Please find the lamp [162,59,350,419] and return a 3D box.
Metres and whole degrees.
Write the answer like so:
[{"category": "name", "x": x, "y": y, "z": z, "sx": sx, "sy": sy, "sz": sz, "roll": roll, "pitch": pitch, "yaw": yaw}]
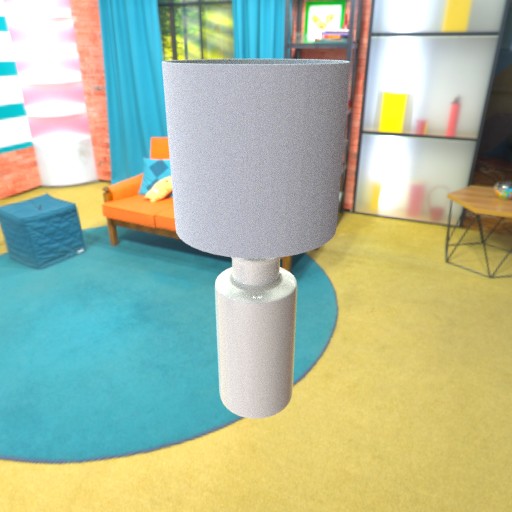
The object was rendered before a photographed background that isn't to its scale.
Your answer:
[{"category": "lamp", "x": 0.000, "y": 0.000, "z": 0.612, "sx": 0.212, "sy": 0.493, "sz": 0.212, "roll": -8, "pitch": 26, "yaw": -16}]
